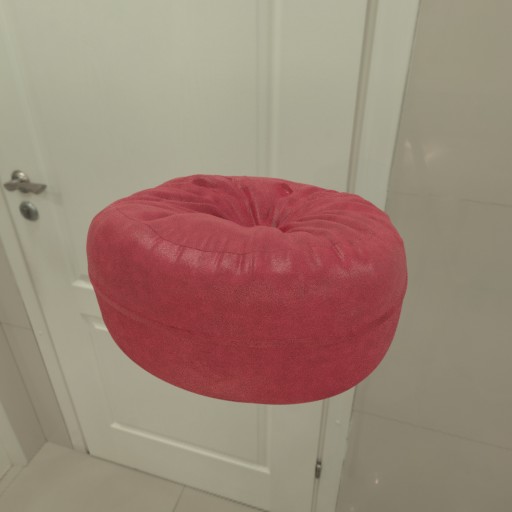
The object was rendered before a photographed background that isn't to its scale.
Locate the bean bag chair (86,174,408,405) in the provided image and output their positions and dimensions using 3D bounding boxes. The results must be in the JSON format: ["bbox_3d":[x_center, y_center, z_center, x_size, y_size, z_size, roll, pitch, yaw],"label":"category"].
[{"bbox_3d":[0.000,0.000,2.347,1.524,0.878,1.524,10,33,15],"label":"bean bag chair"}]
